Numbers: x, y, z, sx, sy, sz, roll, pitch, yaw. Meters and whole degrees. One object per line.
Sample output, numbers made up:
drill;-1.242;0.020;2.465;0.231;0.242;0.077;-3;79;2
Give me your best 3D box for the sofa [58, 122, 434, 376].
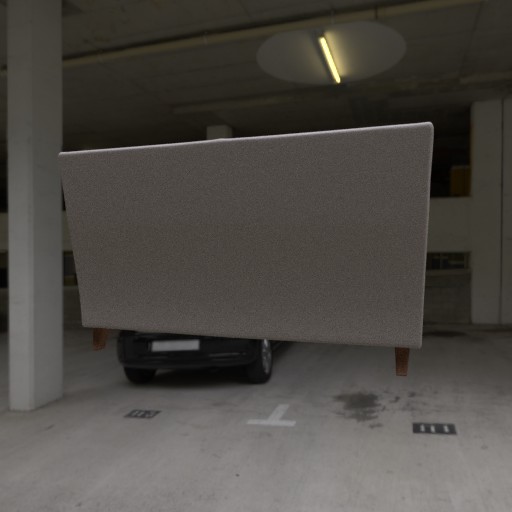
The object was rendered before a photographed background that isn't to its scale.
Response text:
sofa;0.000;0.000;2.068;1.482;0.890;0.888;0;1;18
